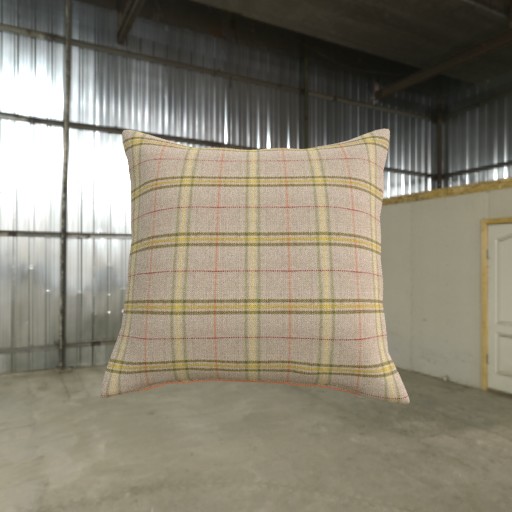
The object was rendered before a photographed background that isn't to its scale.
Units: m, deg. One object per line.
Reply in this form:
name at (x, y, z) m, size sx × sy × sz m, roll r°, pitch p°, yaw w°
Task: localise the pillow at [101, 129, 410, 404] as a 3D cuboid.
pillow at (0.000, 0.000, 0.696) m, size 0.453 × 0.430 × 0.200 m, roll 0°, pitch 0°, yaw 0°
